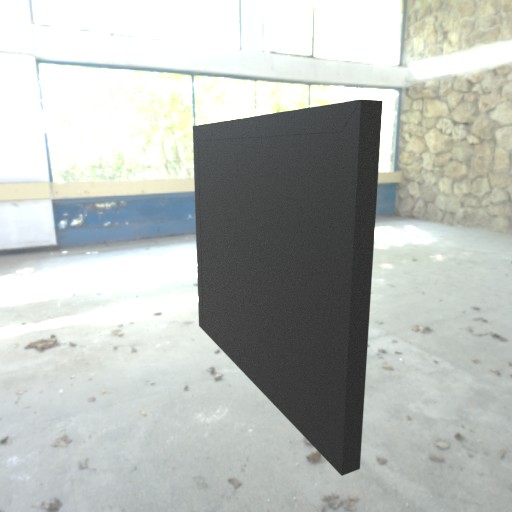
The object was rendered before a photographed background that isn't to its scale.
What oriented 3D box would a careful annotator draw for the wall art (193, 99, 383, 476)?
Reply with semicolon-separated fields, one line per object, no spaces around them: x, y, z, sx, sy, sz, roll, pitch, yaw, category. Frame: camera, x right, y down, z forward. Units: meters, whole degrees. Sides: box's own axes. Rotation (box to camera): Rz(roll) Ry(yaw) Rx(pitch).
0.000;0.000;0.764;0.029;0.457;0.558;-6;15;-25;wall art
